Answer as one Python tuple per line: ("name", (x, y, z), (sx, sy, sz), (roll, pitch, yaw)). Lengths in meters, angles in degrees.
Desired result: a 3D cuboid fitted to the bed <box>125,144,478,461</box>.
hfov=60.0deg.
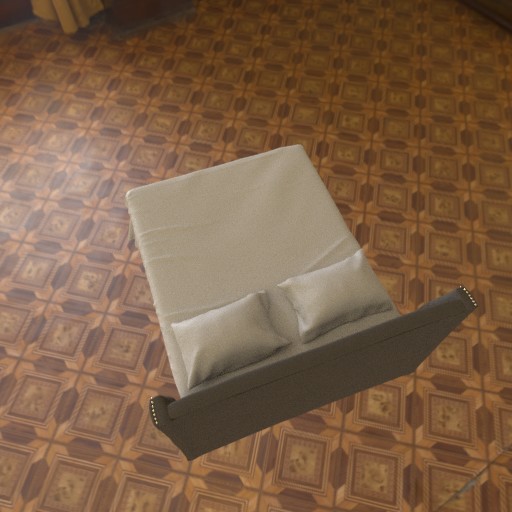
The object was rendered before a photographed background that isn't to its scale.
("bed", (0.000, 0.000, 3.455), (1.925, 1.332, 2.276), (-17, 60, -10))
